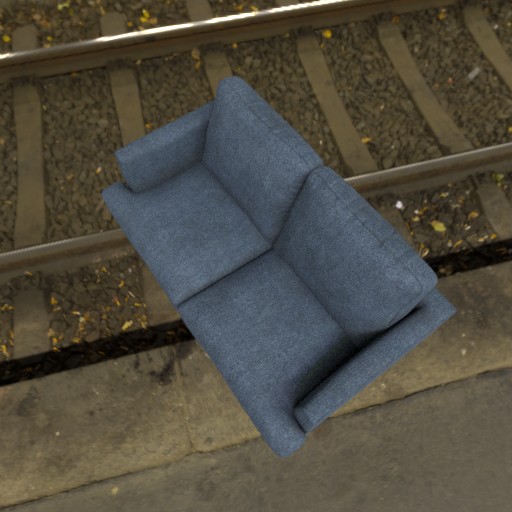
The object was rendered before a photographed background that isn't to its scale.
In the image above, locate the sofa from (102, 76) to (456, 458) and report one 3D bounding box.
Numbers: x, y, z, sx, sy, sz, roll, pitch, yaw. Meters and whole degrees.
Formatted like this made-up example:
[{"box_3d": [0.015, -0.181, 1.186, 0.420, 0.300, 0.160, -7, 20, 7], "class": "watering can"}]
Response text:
[{"box_3d": [0.000, 0.000, 2.139, 0.903, 0.944, 1.582, -33, 68, -15], "class": "sofa"}]
